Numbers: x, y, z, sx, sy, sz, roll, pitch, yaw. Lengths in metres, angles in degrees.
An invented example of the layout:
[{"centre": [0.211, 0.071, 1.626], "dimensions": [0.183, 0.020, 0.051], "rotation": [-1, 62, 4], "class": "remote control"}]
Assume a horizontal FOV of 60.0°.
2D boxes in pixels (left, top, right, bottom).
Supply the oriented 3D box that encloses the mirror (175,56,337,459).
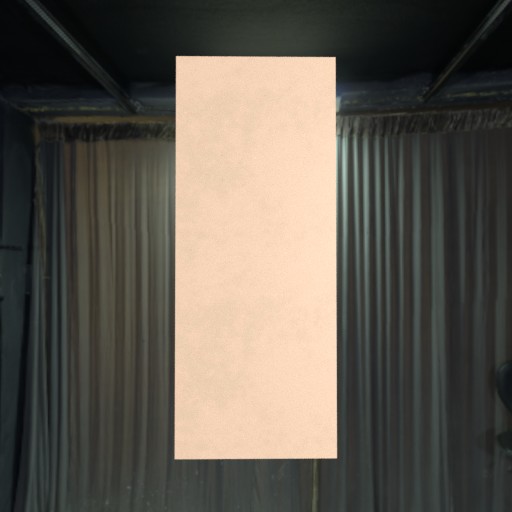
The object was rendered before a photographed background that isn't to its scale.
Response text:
[{"centre": [0.000, 0.000, 2.252], "dimensions": [0.812, 2.031, 0.026], "rotation": [0, -1, -1], "class": "mirror"}]
